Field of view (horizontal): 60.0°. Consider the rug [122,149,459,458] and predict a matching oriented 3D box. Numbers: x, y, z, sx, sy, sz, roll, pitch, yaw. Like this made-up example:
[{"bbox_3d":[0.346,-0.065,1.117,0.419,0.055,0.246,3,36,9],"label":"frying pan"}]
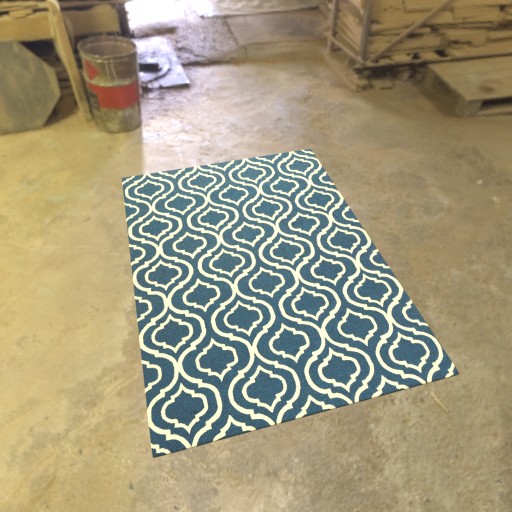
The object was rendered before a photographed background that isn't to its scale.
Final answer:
[{"bbox_3d":[0.000,0.000,2.789,1.524,0.010,2.134,-11,47,-11],"label":"rug"}]
